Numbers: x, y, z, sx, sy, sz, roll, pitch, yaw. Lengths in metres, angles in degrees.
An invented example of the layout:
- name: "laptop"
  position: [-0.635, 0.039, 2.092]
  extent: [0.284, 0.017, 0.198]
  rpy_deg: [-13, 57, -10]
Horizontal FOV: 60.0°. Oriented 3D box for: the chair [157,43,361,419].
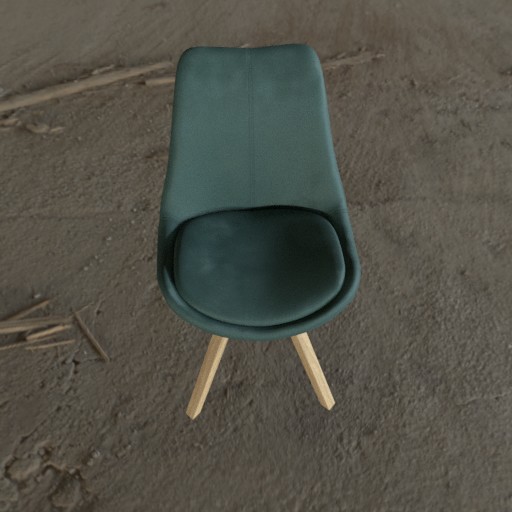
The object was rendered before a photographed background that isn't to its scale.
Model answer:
- name: "chair"
  position: [0.000, 0.000, 1.146]
  extent: [0.483, 0.865, 0.547]
  rpy_deg: [-3, 46, -3]
